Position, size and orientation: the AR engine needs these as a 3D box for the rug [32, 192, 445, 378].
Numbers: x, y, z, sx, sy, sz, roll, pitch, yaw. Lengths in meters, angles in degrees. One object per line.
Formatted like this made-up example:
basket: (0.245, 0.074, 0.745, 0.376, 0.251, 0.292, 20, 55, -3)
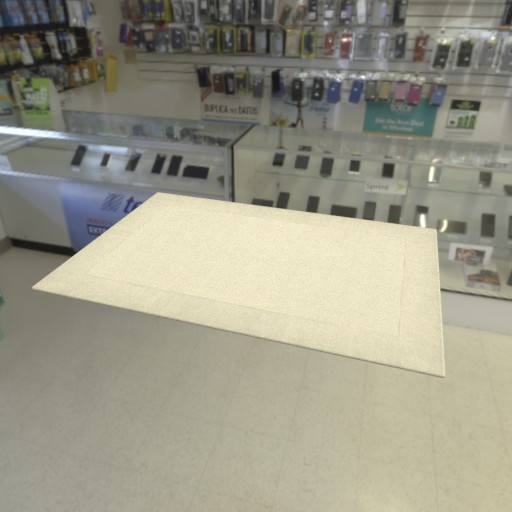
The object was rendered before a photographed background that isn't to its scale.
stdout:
rug: (0.000, 0.000, 2.338, 1.829, 0.013, 1.219, 9, 32, 15)
